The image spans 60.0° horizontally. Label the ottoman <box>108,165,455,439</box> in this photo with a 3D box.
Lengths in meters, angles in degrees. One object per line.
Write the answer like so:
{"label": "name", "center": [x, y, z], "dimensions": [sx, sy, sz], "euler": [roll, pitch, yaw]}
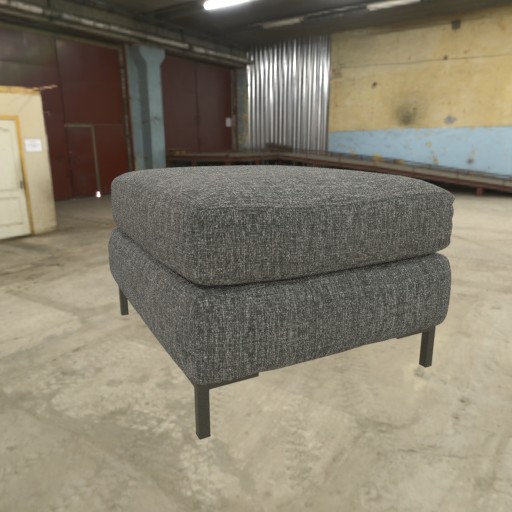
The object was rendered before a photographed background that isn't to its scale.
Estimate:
{"label": "ottoman", "center": [0.000, 0.000, 1.223], "dimensions": [0.683, 0.480, 0.828], "euler": [-7, 16, -27]}
